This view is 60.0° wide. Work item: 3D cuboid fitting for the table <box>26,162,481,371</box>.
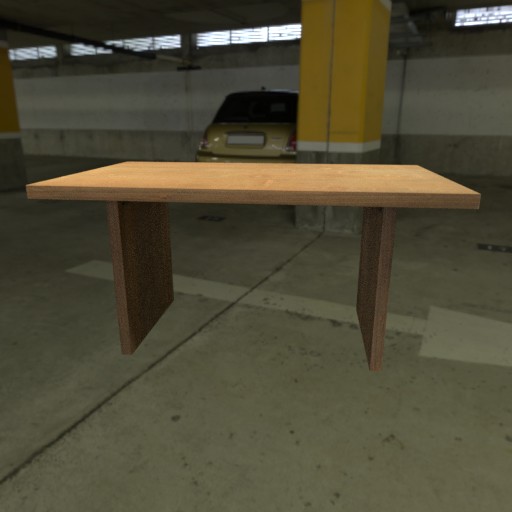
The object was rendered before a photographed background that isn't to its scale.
[{"bbox_3d":[0.000,0.000,2.115,1.609,0.780,0.946,2,17,7],"label":"table"}]
